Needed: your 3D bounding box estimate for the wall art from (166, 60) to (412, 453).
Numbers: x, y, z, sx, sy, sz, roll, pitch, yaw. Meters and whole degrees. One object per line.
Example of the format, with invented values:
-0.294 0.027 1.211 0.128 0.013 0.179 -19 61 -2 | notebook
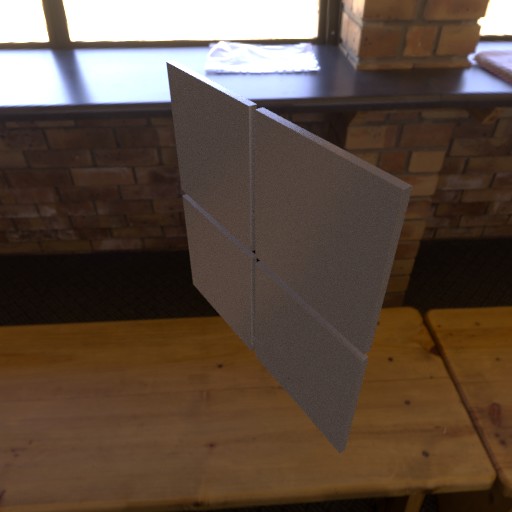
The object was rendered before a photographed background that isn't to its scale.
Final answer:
0.000 0.000 1.641 0.029 1.118 1.118 -24 45 -26 | wall art
